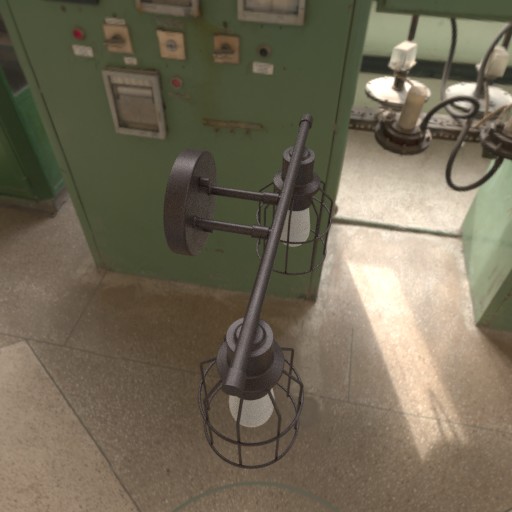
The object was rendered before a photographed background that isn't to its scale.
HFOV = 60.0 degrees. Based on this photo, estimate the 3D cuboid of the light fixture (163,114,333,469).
[{"bbox_3d":[0.000,0.000,0.528,0.165,0.254,0.406,9,48,9],"label":"light fixture"}]
